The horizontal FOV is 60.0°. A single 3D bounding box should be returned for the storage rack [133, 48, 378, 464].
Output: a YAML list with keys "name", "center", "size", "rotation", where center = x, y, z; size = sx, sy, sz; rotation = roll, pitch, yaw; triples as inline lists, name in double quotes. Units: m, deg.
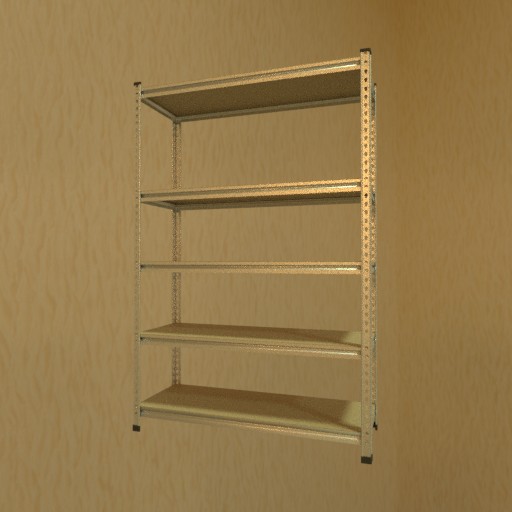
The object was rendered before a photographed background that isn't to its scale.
- name: "storage rack"
  center: [0.000, 0.000, 2.352]
  size: [1.219, 1.829, 0.457]
  rotation: [0, -1, 18]
